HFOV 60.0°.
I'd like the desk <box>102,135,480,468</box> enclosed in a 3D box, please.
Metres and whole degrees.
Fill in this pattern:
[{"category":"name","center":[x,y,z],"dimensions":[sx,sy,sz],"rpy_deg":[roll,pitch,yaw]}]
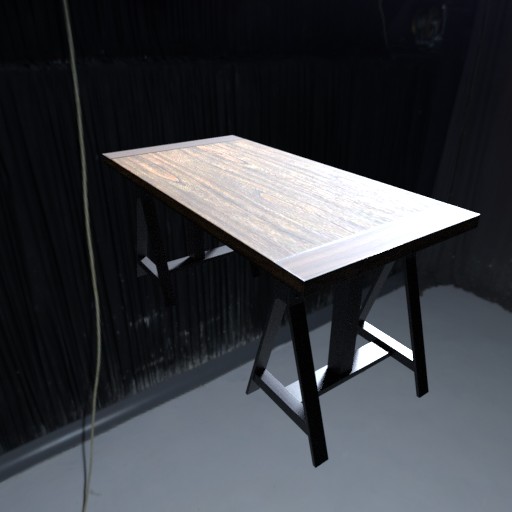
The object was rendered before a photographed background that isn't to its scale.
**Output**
[{"category":"desk","center":[0.000,0.000,1.993],"dimensions":[0.784,0.725,1.543],"rpy_deg":[-18,32,-31]}]
